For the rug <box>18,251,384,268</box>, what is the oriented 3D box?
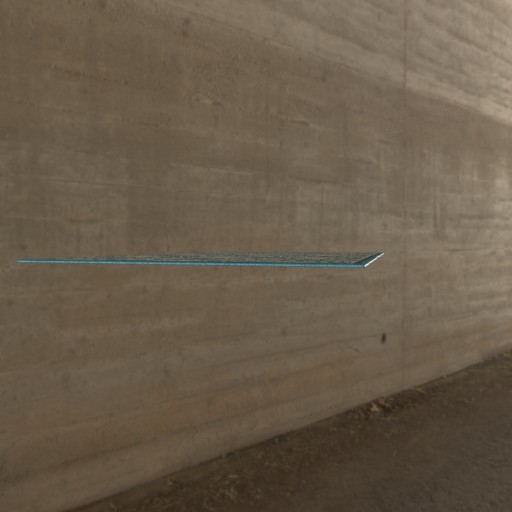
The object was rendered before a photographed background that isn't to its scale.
[{"bbox_3d":[0.000,0.000,2.276,1.211,0.012,1.833,0,2,18],"label":"rug"}]
